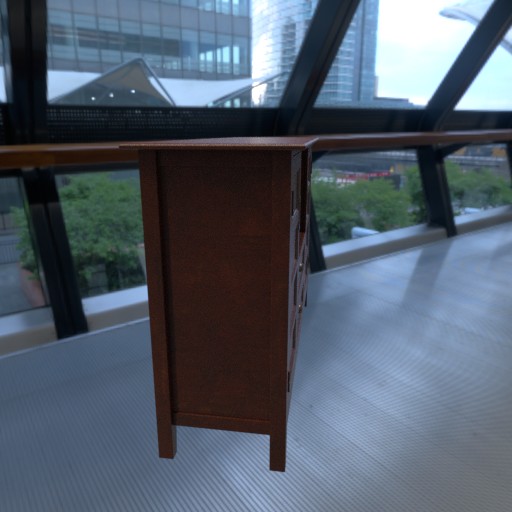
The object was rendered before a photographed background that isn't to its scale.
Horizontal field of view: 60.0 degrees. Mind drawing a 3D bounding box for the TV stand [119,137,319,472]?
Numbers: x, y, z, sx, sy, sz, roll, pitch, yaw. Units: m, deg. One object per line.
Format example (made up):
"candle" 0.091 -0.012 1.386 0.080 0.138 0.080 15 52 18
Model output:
"TV stand" 0.000 0.000 1.796 0.445 0.915 1.372 2 16 9
